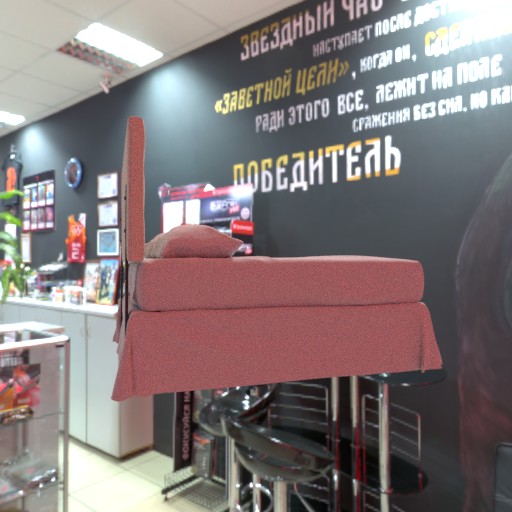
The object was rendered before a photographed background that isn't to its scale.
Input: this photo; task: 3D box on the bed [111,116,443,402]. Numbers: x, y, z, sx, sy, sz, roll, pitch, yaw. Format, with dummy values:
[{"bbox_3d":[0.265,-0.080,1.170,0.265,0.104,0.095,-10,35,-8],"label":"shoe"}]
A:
[{"bbox_3d":[0.000,0.000,3.591,2.222,1.577,1.936,0,-1,-18],"label":"bed"}]
